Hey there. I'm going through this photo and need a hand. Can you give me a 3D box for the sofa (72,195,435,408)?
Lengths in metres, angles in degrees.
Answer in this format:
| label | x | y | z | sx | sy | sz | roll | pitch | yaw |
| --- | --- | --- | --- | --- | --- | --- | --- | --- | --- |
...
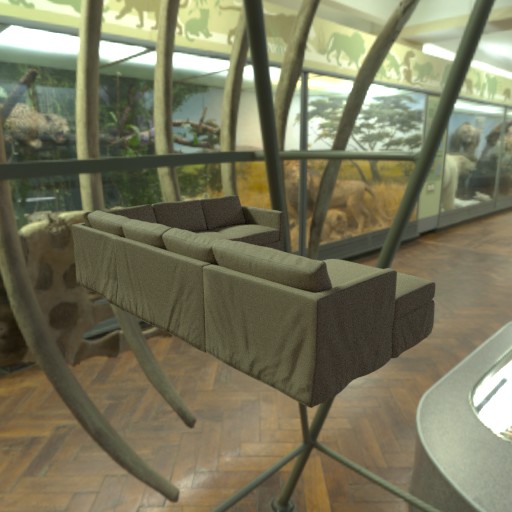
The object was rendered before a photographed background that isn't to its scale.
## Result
| label | x | y | z | sx | sy | sz | roll | pitch | yaw |
| --- | --- | --- | --- | --- | --- | --- | --- | --- | --- |
| sofa | 0.000 | 0.000 | 4.610 | 2.476 | 0.878 | 3.528 | -13 | 19 | -43 |
